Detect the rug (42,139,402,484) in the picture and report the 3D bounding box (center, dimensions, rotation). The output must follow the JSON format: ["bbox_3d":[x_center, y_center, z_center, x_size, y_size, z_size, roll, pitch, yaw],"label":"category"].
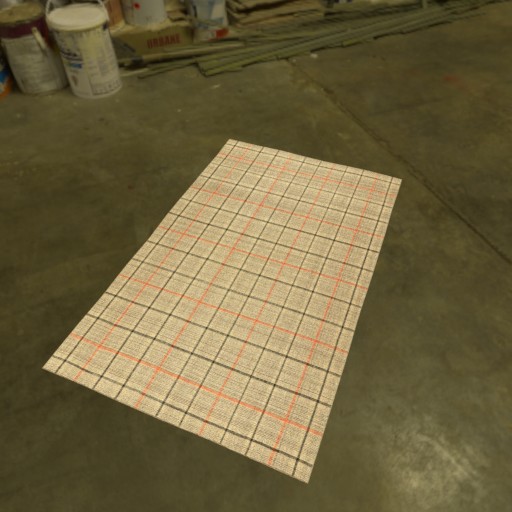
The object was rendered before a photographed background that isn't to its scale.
[{"bbox_3d":[0.000,0.000,2.988,1.524,0.015,2.439,17,50,15],"label":"rug"}]
